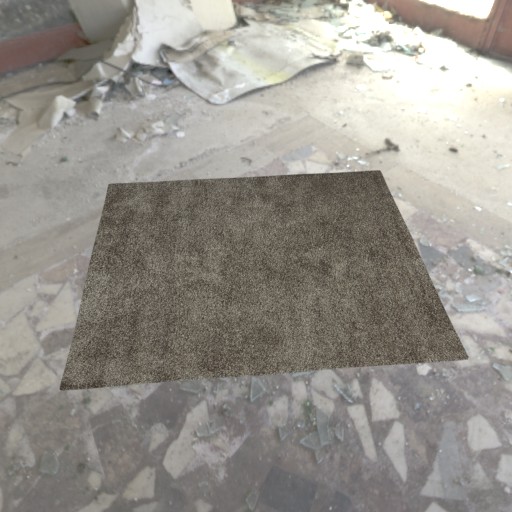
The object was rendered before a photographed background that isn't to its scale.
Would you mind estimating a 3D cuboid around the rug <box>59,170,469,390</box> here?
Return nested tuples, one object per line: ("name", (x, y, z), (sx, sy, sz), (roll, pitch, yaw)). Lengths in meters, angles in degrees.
("rug", (0.000, 0.000, 4.056), (3.000, 0.025, 2.401), (-3, 46, -3))
